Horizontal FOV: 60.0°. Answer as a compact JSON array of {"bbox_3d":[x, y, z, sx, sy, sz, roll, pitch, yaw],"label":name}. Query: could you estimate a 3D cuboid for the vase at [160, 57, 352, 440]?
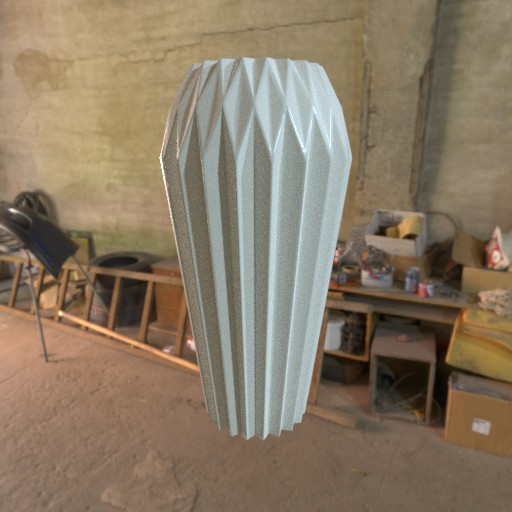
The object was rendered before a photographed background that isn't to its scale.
[{"bbox_3d":[0.000,0.000,0.333,0.133,0.263,0.133,0,16,0],"label":"vase"}]
